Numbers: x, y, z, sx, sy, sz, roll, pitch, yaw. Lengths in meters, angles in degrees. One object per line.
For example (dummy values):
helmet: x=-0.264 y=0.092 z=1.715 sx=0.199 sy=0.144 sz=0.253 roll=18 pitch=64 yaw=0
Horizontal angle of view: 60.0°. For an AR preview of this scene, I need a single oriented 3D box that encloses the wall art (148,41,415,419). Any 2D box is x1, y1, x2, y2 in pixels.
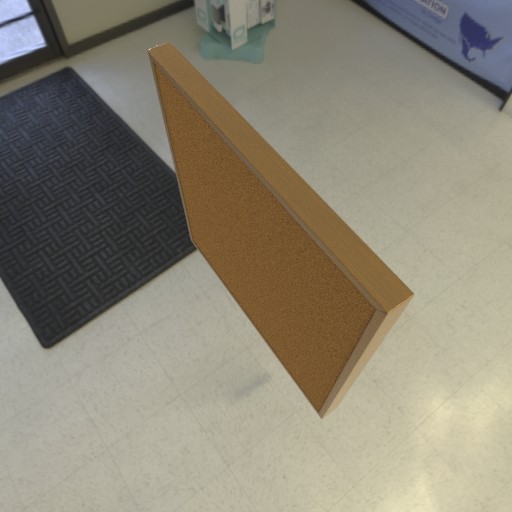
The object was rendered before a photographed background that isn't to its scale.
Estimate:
wall art: x=0.000 y=0.000 z=0.759 sx=0.037 sy=0.505 sz=0.505 roll=-30 pitch=63 yaw=-17
